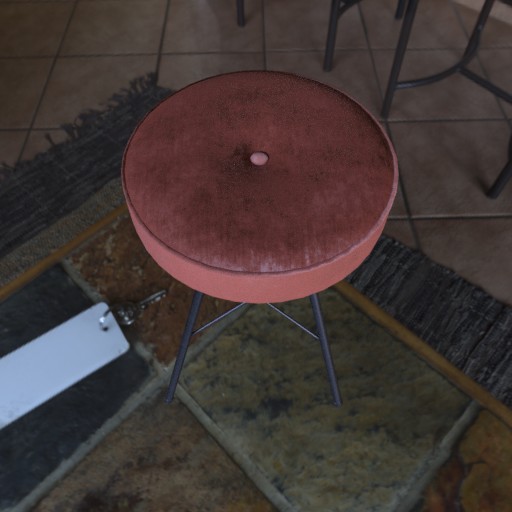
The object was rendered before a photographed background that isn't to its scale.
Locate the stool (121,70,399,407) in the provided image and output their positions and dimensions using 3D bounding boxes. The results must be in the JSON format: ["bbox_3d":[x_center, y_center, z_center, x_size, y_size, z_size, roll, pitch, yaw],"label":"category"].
[{"bbox_3d":[0.000,0.000,0.898,0.421,0.593,0.457,1,59,1],"label":"stool"}]
